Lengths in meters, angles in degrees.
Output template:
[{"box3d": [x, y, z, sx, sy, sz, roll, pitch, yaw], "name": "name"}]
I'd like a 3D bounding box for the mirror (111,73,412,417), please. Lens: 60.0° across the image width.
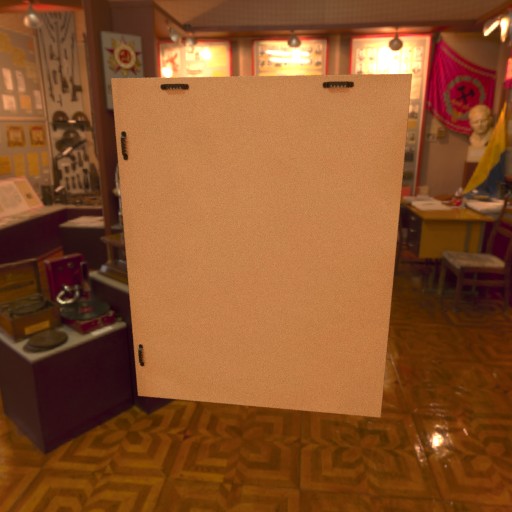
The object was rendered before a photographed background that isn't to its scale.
[{"box3d": [0.000, 0.000, 0.676, 0.406, 0.509, 0.041, 2, 16, 8], "name": "mirror"}]
